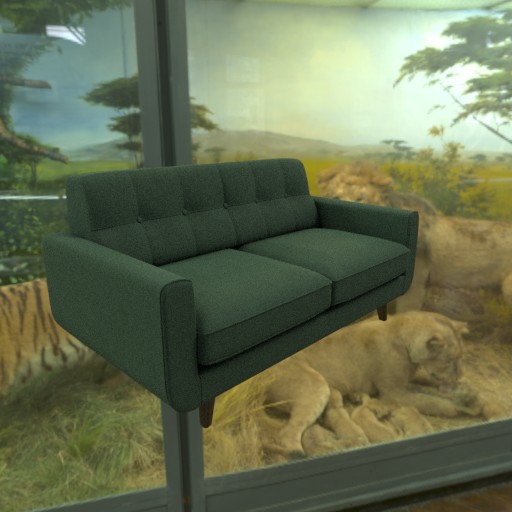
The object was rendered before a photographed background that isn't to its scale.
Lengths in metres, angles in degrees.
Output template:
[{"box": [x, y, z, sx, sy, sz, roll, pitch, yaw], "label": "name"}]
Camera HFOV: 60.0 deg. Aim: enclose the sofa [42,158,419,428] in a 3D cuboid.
[{"box": [0.000, 0.000, 2.123, 0.909, 0.841, 1.631, 15, 22, 42], "label": "sofa"}]
